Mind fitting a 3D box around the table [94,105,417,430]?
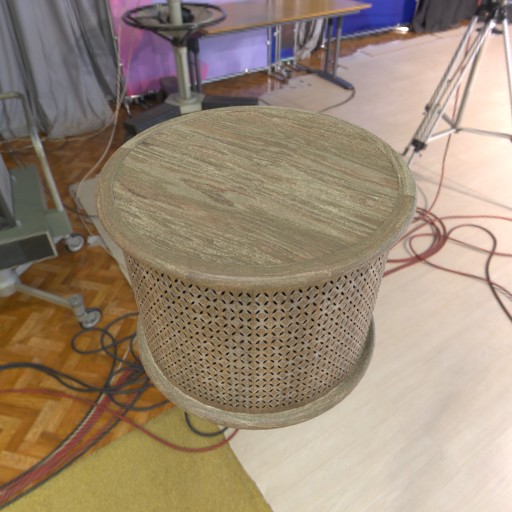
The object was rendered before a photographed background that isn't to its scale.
[{"bbox_3d":[0.000,0.000,1.006,0.607,0.450,0.607,0,42,0],"label":"table"}]
